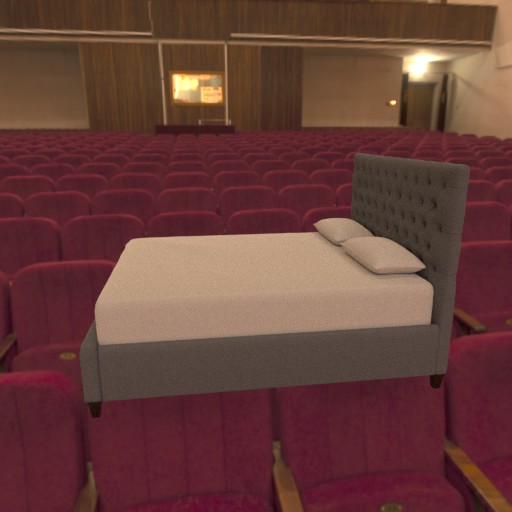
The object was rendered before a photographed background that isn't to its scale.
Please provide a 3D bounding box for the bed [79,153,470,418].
[{"bbox_3d":[0.000,0.000,3.315,2.231,1.427,1.698,-2,16,-8],"label":"bed"}]
